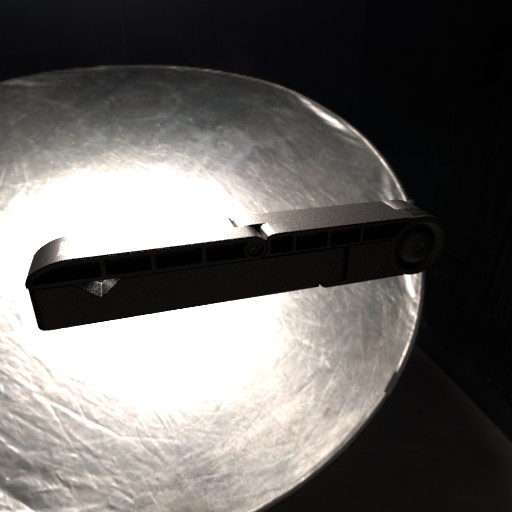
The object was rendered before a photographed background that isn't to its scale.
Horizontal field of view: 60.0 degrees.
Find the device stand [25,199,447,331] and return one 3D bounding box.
[{"bbox_3d":[0.000,0.000,0.193,0.179,0.030,0.026,-8,27,-15],"label":"device stand"}]
